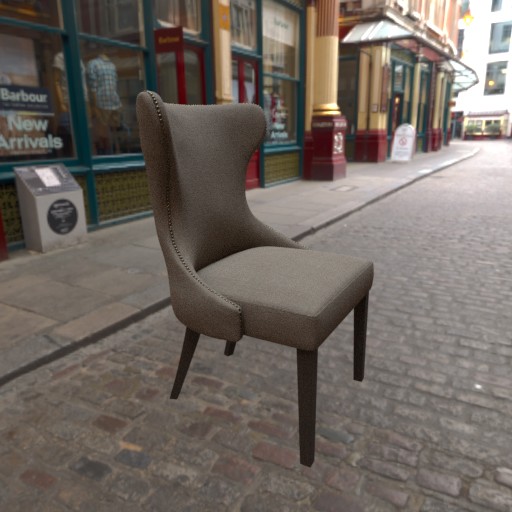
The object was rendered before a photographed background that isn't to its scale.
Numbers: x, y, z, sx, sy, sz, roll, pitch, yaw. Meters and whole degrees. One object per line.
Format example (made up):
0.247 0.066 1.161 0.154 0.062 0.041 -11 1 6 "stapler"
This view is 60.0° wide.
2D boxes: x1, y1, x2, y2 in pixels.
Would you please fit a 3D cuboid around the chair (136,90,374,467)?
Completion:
0.000 0.000 1.409 0.635 0.967 0.628 8 18 28 "chair"
